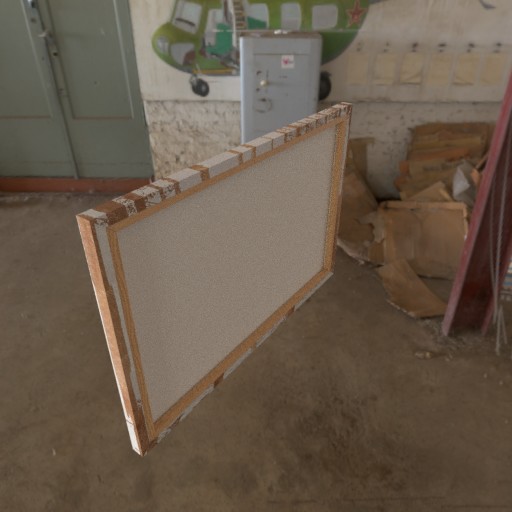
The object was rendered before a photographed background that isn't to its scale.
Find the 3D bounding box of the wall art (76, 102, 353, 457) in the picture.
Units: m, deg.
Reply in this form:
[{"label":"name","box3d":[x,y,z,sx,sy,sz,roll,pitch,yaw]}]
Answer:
[{"label":"wall art","box3d":[0.000,0.000,1.167,0.035,0.609,0.914,22,38,30]}]
